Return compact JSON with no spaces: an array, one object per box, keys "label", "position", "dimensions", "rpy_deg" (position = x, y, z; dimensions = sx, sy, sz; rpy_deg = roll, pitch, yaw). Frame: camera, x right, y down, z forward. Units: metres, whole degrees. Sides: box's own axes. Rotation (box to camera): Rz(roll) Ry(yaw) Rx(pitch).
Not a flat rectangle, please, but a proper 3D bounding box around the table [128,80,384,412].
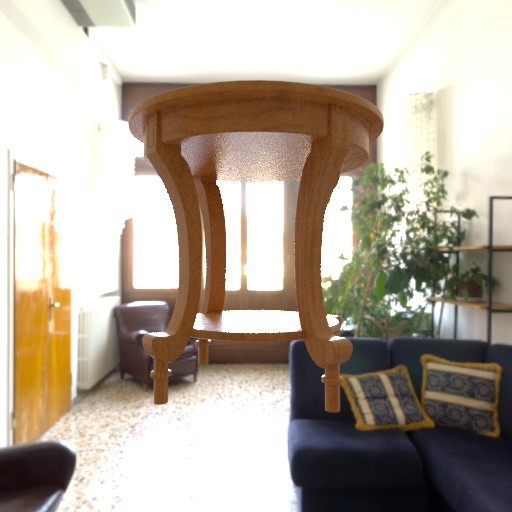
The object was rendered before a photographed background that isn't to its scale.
[{"label":"table","position":[0.000,0.000,1.073],"dimensions":[0.597,0.612,0.597],"rpy_deg":[0,-1,0]}]
